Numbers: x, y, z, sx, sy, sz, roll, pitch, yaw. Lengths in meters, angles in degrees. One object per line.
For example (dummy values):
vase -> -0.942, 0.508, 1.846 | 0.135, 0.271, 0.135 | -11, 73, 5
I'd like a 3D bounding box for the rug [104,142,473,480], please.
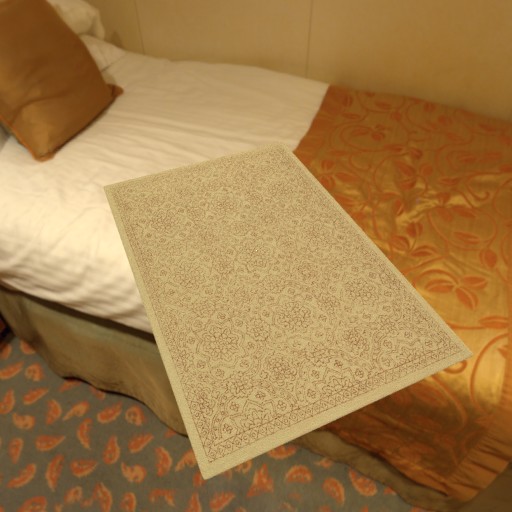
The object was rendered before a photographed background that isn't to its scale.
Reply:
rug -> 0.000, 0.000, 2.293 | 1.219, 0.010, 1.829 | -18, 49, -16
